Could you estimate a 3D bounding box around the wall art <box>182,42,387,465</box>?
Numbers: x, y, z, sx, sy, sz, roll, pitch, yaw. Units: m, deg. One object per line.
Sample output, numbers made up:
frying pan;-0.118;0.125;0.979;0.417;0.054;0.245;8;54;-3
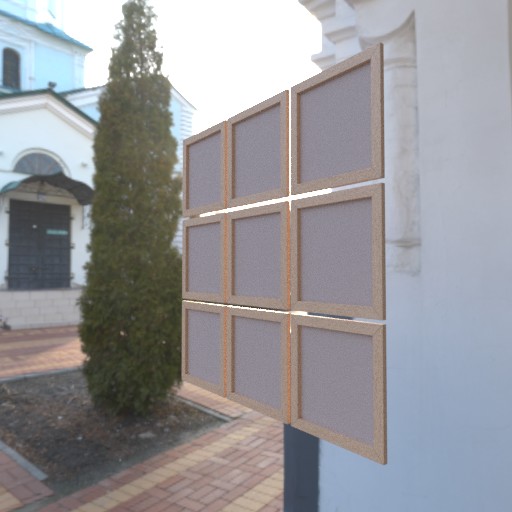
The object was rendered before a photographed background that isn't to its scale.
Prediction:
wall art;0.000;0.000;1.754;0.016;1.207;1.217;1;-2;-37
